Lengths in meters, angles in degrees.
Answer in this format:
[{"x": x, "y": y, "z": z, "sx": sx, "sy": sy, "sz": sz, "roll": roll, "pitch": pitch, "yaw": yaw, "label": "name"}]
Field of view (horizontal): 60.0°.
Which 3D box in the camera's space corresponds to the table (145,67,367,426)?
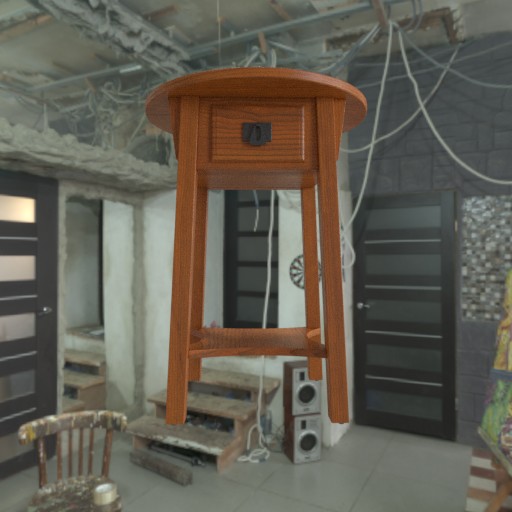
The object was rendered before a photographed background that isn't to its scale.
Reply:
[{"x": 0.000, "y": 0.000, "z": 0.941, "sx": 0.457, "sy": 0.610, "sz": 0.457, "roll": 0, "pitch": 0, "yaw": 0, "label": "table"}]
